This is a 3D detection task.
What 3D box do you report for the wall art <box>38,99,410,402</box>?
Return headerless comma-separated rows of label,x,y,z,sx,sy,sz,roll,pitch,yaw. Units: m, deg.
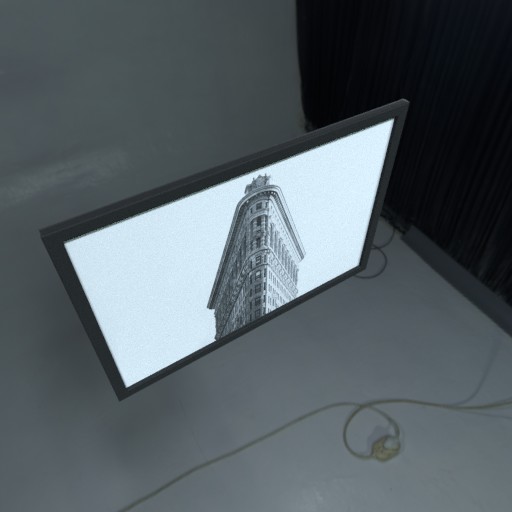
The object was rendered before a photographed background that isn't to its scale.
wall art,0.000,0.000,1.244,0.964,0.659,0.049,-24,50,-21
